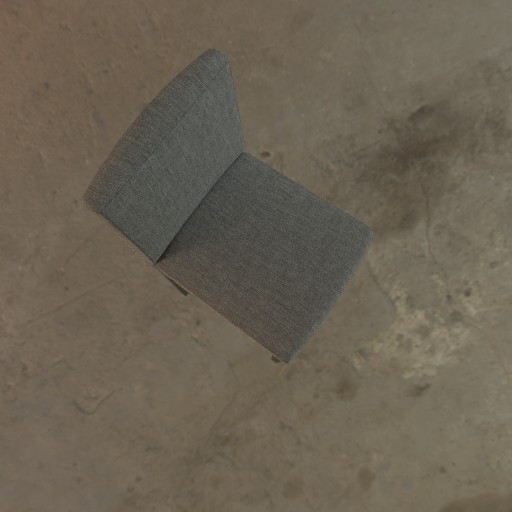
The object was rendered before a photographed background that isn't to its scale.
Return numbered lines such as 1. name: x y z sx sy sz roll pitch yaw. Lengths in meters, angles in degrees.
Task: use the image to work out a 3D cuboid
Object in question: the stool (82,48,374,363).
1. stool: 0.000 0.000 1.392 0.552 1.138 0.451 34 78 8
